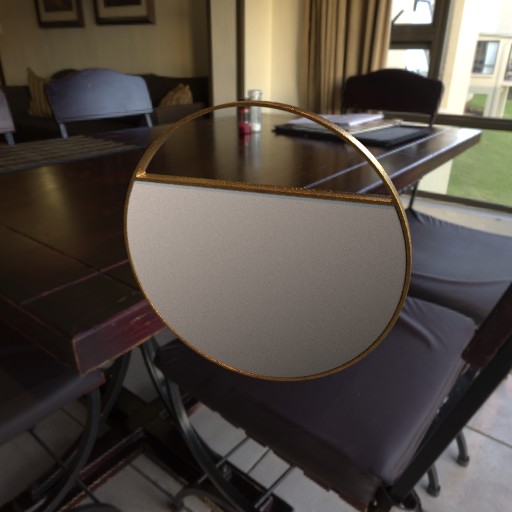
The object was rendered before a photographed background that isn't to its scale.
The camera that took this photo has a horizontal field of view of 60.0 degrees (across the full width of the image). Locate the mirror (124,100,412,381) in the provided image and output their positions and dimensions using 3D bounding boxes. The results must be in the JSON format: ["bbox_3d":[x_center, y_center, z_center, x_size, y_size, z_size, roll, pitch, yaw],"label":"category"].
[{"bbox_3d":[0.000,0.000,0.854,0.565,0.565,0.032,8,26,17],"label":"mirror"}]
